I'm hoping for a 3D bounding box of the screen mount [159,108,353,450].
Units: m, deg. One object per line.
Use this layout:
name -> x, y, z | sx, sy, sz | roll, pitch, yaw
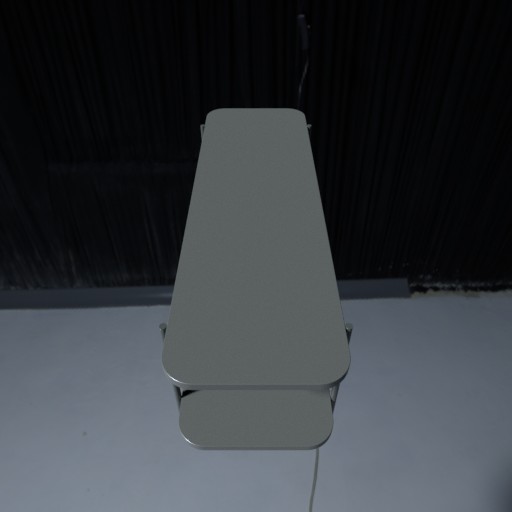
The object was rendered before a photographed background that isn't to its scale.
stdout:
screen mount -> 0.000, 0.000, 1.406 | 0.400, 0.447, 1.200 | 0, 42, 0
